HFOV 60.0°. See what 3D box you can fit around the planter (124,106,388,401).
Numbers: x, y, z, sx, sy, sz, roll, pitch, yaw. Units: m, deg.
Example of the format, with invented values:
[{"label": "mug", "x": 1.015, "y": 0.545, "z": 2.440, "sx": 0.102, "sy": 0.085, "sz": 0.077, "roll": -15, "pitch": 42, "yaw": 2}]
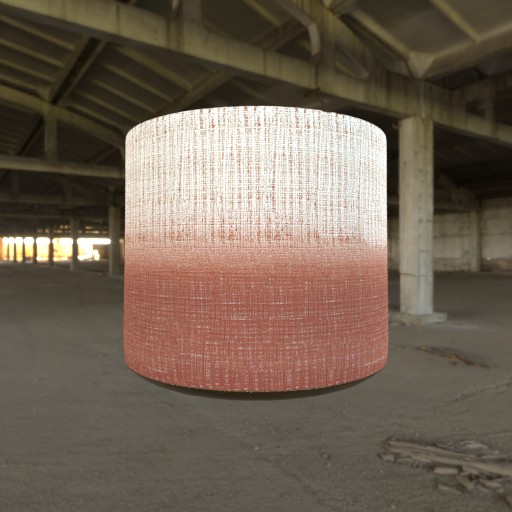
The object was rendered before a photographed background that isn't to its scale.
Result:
[{"label": "planter", "x": 0.000, "y": 0.000, "z": 0.443, "sx": 0.254, "sy": 0.221, "sz": 0.254, "roll": 0, "pitch": 1, "yaw": 0}]
